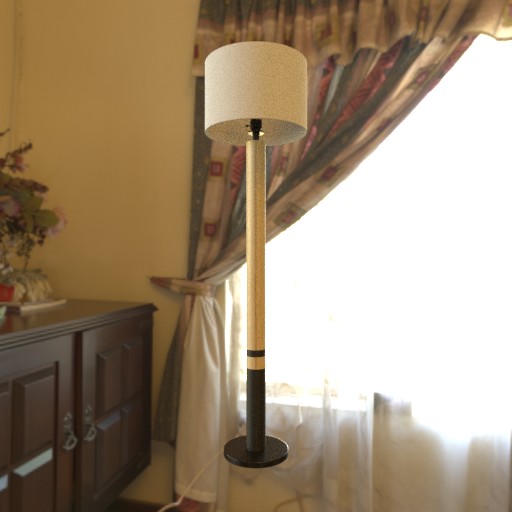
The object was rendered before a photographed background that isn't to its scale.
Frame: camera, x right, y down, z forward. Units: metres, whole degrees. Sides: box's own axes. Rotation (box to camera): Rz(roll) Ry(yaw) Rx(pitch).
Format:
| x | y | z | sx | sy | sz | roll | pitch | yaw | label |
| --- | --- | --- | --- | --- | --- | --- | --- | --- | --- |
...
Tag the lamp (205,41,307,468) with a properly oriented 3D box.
| x | y | z | sx | sy | sz | roll | pitch | yaw | label |
| --- | --- | --- | --- | --- | --- | --- | --- | --- | --- |
| 0.000 | 0.000 | 1.665 | 0.381 | 1.478 | 0.381 | 0 | 0 | -1 | lamp |
